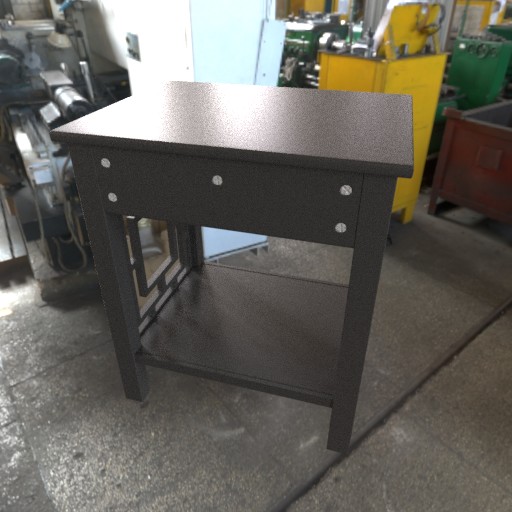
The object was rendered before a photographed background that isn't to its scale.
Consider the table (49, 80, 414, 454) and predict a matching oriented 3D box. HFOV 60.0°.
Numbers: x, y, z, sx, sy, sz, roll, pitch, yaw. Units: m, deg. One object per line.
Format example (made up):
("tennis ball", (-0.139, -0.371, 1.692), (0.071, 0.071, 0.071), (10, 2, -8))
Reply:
("table", (0.000, 0.000, 1.000), (0.564, 0.646, 0.451), (9, 33, 14))
